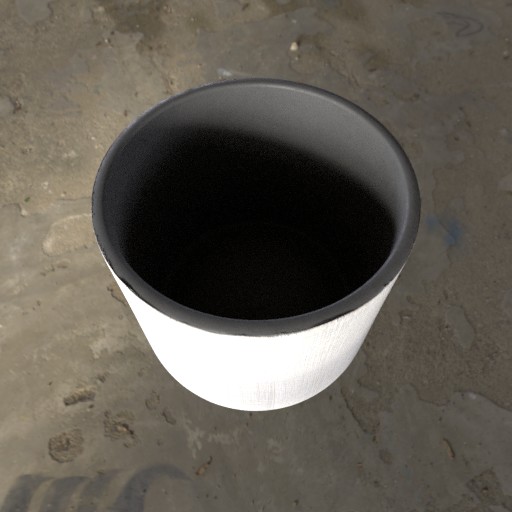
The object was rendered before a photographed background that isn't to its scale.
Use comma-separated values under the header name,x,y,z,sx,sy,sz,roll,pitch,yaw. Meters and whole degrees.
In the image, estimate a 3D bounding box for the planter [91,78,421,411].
name,x,y,z,sx,sy,sz,roll,pitch,yaw
planter,0.000,0.000,0.432,0.254,0.221,0.254,0,59,0
